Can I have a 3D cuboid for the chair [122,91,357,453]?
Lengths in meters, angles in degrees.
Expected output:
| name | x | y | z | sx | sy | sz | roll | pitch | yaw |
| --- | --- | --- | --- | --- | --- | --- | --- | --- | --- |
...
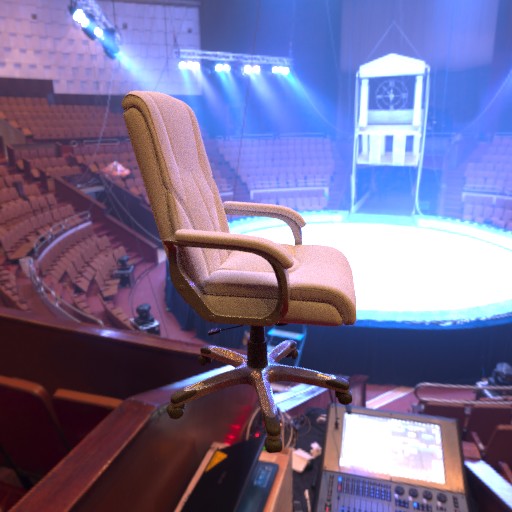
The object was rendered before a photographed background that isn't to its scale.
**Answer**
| name | x | y | z | sx | sy | sz | roll | pitch | yaw |
| --- | --- | --- | --- | --- | --- | --- | --- | --- | --- |
| chair | 0.000 | 0.000 | 1.596 | 0.738 | 1.120 | 0.687 | 3 | 15 | 9 |
